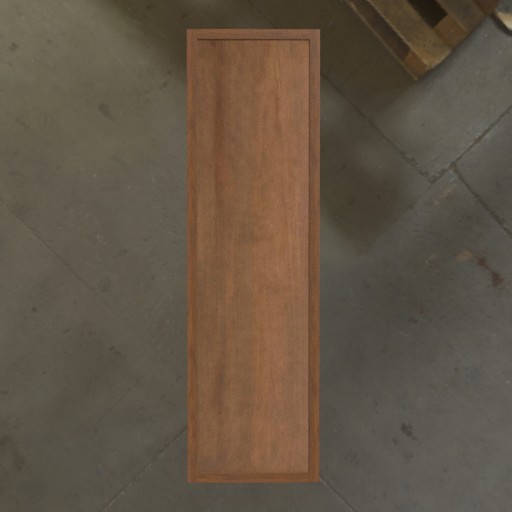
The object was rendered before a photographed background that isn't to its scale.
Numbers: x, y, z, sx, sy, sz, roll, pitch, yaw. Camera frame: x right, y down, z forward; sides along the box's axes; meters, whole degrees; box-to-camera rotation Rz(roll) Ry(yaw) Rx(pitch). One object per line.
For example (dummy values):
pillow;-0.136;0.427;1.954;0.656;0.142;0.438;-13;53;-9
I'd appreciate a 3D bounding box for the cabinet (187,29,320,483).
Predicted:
cabinet;0.000;0.000;2.078;0.522;0.820;1.708;0;91;0
